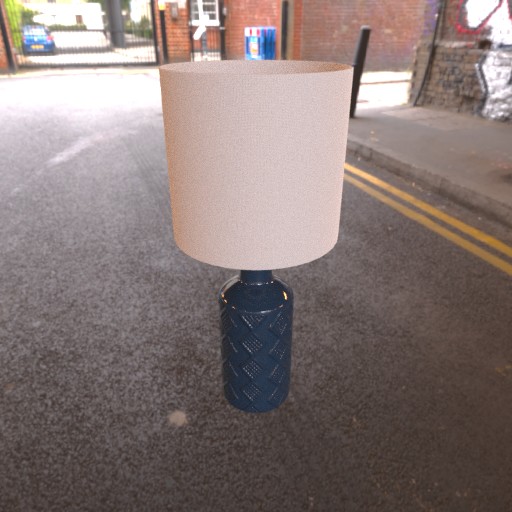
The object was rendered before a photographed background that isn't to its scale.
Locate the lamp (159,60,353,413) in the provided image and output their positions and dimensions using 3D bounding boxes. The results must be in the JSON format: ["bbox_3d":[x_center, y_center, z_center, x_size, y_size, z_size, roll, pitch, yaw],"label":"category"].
[{"bbox_3d":[0.000,0.000,0.583,0.207,0.461,0.207,9,28,17],"label":"lamp"}]
